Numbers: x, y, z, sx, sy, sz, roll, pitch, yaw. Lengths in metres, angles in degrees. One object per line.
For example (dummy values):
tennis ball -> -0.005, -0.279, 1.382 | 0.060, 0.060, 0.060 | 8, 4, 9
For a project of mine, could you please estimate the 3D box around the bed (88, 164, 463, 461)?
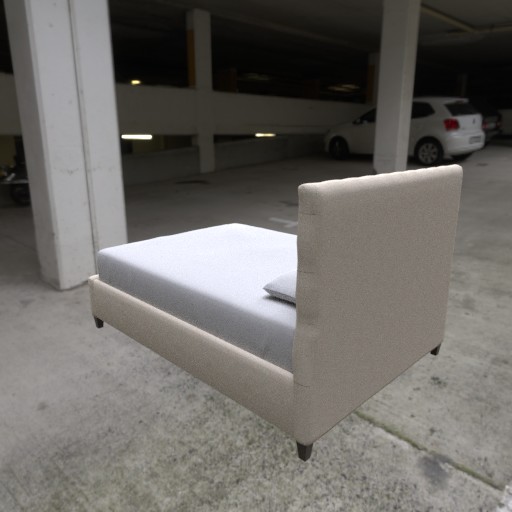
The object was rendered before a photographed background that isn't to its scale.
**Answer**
bed -> 0.000, 0.000, 3.447 | 2.387, 1.427, 1.698 | 15, 22, 43
